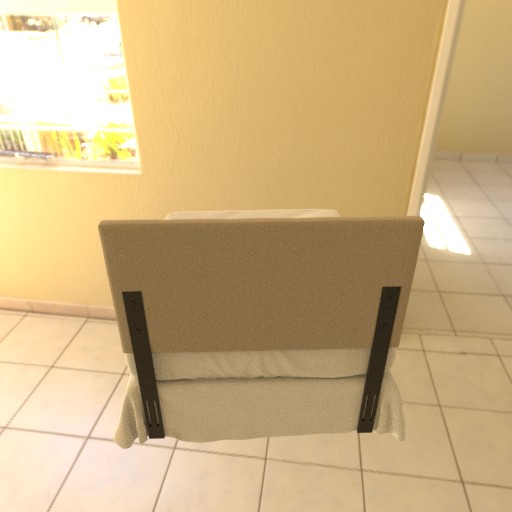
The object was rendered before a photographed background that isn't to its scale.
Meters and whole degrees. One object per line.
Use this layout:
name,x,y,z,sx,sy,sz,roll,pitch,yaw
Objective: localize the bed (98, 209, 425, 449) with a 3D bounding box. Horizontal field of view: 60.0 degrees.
bed,0.000,0.000,3.447,1.936,1.577,2.222,-1,30,-2
